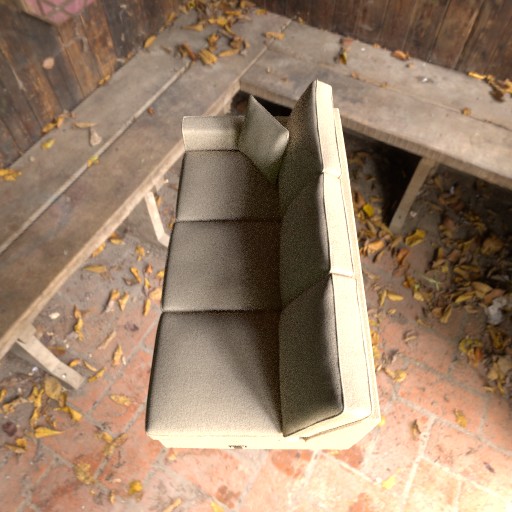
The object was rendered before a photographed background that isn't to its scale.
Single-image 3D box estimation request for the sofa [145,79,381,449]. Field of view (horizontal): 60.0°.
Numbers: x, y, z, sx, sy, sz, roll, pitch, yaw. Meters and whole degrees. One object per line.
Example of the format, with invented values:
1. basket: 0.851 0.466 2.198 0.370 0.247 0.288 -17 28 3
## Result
1. sofa: 0.000 0.000 2.530 1.034 0.946 1.962 0 58 0
